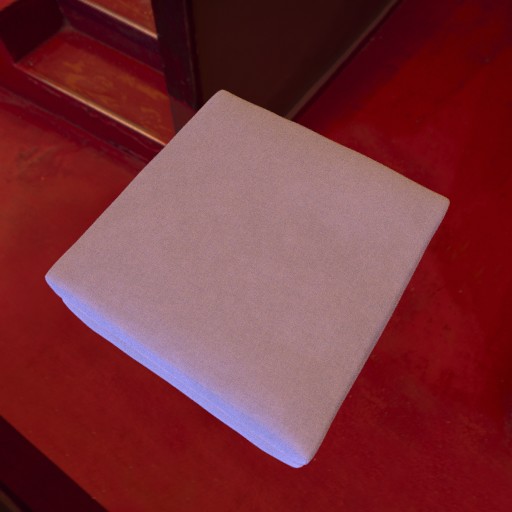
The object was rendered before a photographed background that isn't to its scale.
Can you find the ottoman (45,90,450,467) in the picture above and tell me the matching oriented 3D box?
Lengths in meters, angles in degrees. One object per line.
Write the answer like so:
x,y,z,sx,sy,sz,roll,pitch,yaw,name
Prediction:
0.000,0.000,1.842,1.171,0.517,1.203,30,67,14,ottoman
